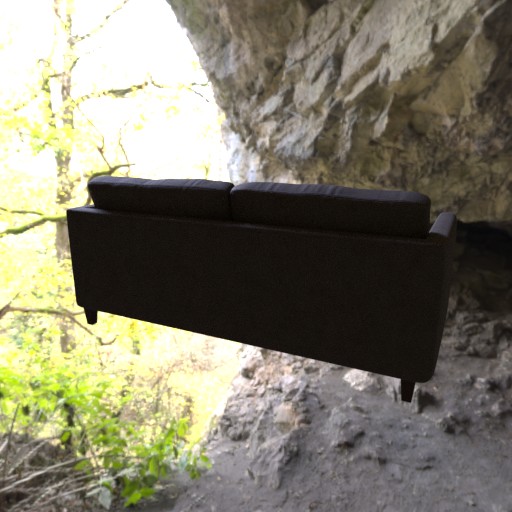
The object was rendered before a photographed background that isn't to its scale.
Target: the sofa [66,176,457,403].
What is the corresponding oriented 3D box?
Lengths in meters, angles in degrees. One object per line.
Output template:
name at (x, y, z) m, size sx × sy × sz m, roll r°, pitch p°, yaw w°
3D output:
sofa at (0.000, 0.000, 2.738) m, size 2.208 × 0.965 × 0.951 m, roll 7°, pitch 16°, yaw 25°
